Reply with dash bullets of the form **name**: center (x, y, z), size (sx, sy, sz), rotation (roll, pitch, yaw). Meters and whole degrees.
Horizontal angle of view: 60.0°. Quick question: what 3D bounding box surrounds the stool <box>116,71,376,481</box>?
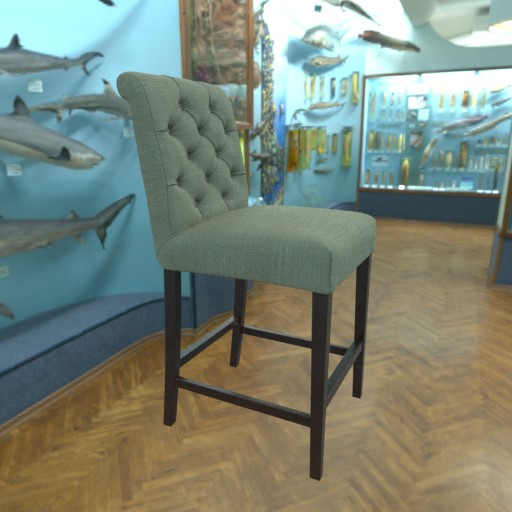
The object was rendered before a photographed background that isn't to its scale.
- **stool**: center (0.000, 0.000, 1.403), size (0.660, 1.084, 0.486), rotation (8, 17, 26)
